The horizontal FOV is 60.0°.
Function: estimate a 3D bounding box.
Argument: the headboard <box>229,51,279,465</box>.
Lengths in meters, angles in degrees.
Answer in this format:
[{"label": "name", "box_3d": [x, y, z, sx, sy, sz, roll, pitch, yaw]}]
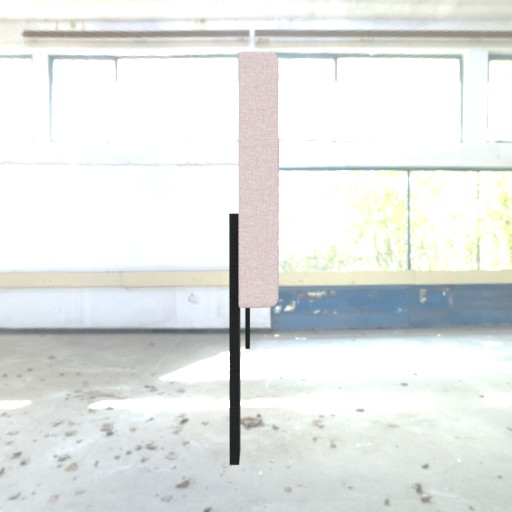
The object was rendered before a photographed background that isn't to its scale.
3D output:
[{"label": "headboard", "box_3d": [0.000, 0.000, 2.629, 0.184, 1.524, 2.051, 0, 2, 0]}]
